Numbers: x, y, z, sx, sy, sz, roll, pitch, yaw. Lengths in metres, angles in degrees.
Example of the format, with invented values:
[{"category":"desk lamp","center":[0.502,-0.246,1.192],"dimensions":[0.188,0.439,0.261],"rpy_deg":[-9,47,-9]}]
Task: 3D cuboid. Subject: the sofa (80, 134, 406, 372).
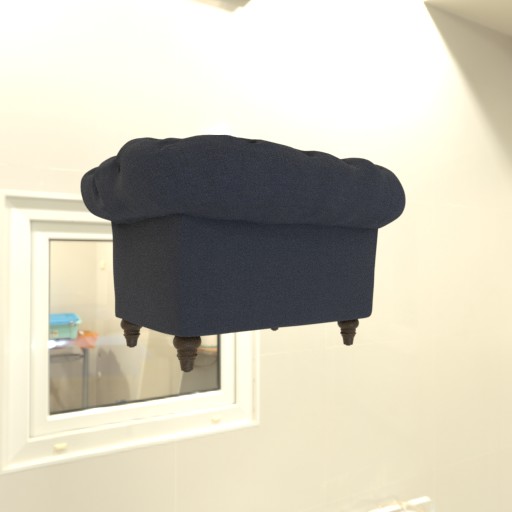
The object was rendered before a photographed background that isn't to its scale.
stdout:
[{"category":"sofa","center":[0.000,0.000,2.070],"dimensions":[1.405,0.878,1.032],"rpy_deg":[1,-1,-36]}]
